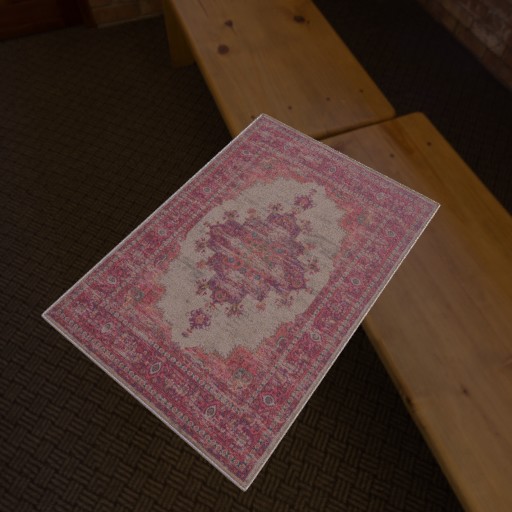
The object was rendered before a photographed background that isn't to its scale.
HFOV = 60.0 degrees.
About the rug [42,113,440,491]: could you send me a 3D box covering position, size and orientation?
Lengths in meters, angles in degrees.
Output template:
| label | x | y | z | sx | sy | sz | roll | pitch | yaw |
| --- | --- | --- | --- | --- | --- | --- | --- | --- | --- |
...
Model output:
| label | x | y | z | sx | sy | sz | roll | pitch | yaw |
| --- | --- | --- | --- | --- | --- | --- | --- | --- | --- |
| rug | 0.000 | 0.000 | 3.713 | 2.005 | 0.014 | 2.878 | 33 | 64 | 18 |
